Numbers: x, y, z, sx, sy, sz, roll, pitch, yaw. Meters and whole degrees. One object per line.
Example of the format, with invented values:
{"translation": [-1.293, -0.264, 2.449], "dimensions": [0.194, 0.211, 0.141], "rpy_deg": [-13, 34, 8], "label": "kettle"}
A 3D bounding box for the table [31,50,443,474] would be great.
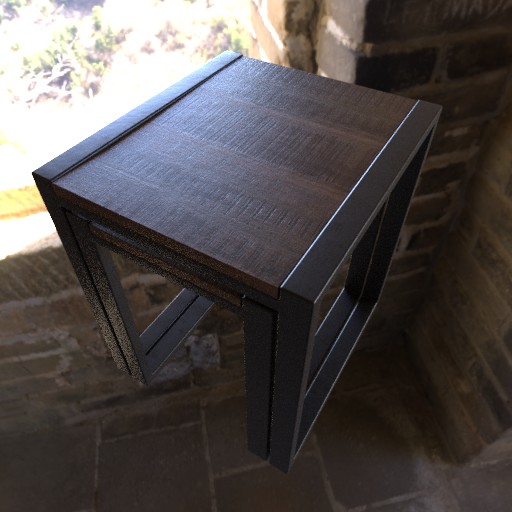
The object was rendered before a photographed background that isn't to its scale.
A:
{"translation": [0.000, 0.000, 0.894], "dimensions": [0.449, 0.550, 0.500], "rpy_deg": [24, 51, 21], "label": "table"}
